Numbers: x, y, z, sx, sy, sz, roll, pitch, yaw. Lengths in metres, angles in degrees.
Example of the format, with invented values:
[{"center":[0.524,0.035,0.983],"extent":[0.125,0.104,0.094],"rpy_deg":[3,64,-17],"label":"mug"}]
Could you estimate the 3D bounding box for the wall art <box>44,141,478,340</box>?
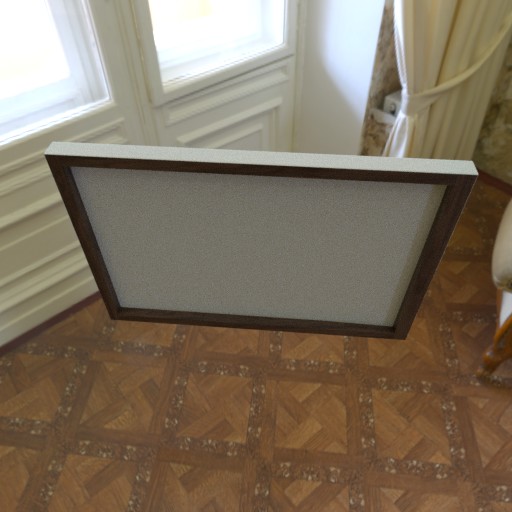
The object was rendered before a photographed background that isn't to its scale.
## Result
[{"center":[0.000,0.000,1.166],"extent":[0.914,0.610,0.050],"rpy_deg":[3,46,3],"label":"wall art"}]
